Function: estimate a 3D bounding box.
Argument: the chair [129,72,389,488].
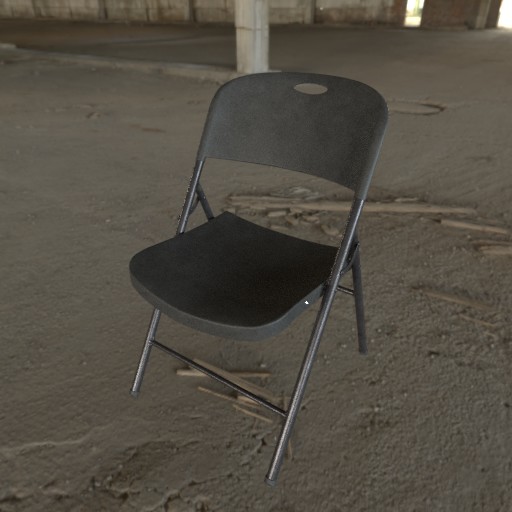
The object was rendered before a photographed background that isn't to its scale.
[{"bbox_3d":[0.000,0.000,1.133,0.494,0.810,0.567,19,35,30],"label":"chair"}]
